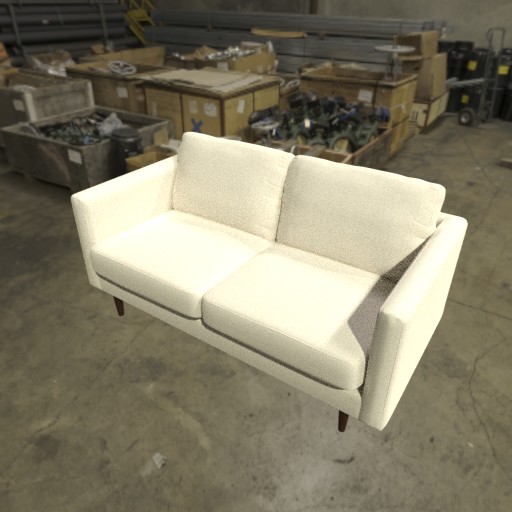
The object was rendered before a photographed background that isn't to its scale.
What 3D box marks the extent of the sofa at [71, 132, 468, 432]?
[{"bbox_3d":[0.000,0.000,2.222,1.713,0.893,0.940,19,36,29],"label":"sofa"}]
